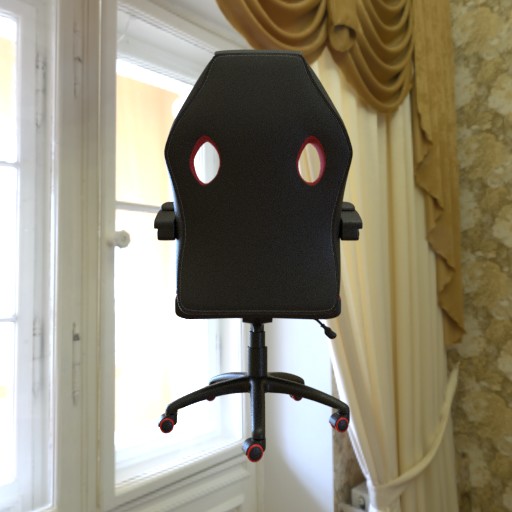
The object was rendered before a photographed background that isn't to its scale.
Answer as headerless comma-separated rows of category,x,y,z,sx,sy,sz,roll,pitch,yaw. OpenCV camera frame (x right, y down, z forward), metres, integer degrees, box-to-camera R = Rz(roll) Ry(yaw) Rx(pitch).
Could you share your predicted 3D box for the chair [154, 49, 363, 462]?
chair,0.000,0.000,1.600,0.673,1.187,0.724,0,-2,0
